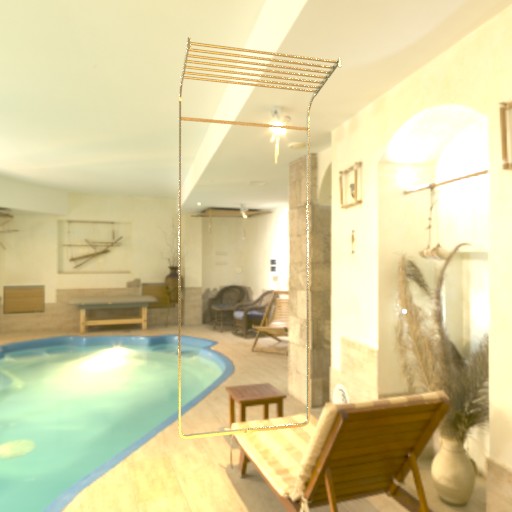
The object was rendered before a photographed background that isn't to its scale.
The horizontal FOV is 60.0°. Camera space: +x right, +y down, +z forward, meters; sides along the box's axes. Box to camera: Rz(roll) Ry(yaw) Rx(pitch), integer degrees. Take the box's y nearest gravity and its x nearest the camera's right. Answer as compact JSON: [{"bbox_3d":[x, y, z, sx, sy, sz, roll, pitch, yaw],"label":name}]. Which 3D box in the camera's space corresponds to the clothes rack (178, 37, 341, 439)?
[{"bbox_3d":[0.000,0.000,1.838,0.609,1.574,0.349,0,-1,-15],"label":"clothes rack"}]
